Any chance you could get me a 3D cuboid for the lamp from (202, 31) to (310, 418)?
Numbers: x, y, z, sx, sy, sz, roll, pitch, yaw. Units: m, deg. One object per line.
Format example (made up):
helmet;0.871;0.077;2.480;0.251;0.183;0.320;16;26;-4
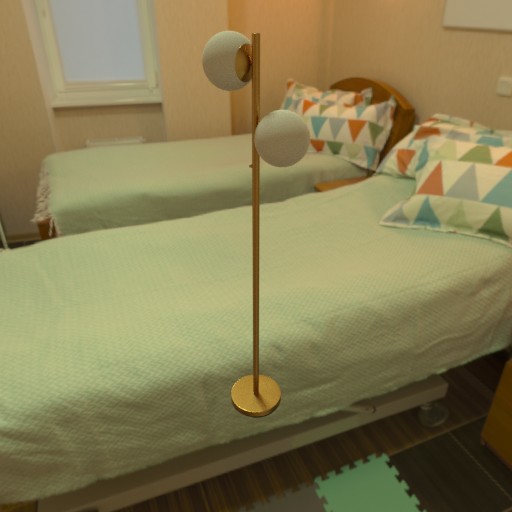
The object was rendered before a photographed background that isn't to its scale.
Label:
lamp;0.000;0.000;1.817;0.419;1.641;0.249;22;36;33
